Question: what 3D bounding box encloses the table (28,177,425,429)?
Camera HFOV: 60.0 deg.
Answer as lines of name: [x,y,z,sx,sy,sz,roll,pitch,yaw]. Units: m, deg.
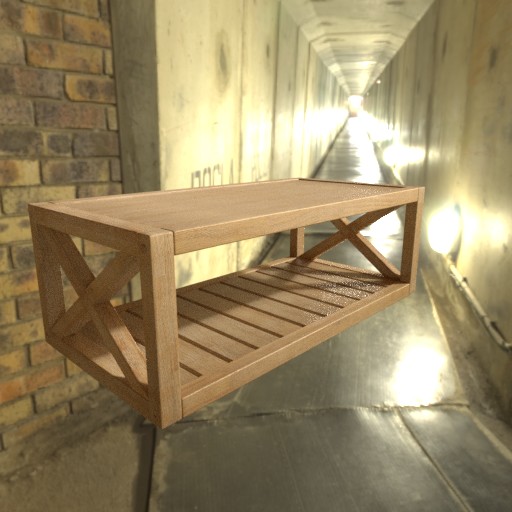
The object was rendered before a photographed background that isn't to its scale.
table: [0.000,0.000,1.632,0.660,0.457,1.321,14,20,42]
